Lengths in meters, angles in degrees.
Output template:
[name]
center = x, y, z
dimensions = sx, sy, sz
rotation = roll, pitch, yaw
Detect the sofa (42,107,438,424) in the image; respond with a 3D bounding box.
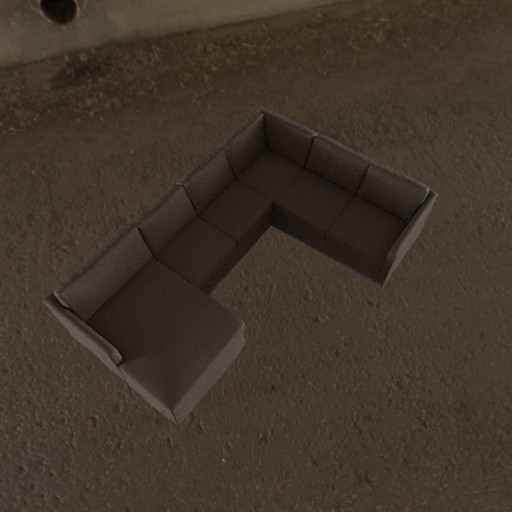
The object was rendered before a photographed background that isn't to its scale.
[sofa]
center = 0.000, 0.000, 4.720
dimensions = 2.476, 0.878, 3.528
rotation = 32, 62, 19
